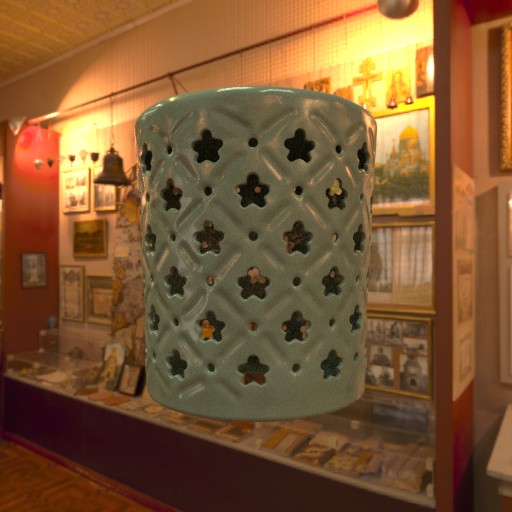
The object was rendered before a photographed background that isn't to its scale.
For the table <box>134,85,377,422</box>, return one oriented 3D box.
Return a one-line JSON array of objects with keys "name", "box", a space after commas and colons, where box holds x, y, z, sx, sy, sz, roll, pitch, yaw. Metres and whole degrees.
[{"name": "table", "box": [0.000, 0.000, 0.664, 0.352, 0.387, 0.352, 0, 0, 0]}]
